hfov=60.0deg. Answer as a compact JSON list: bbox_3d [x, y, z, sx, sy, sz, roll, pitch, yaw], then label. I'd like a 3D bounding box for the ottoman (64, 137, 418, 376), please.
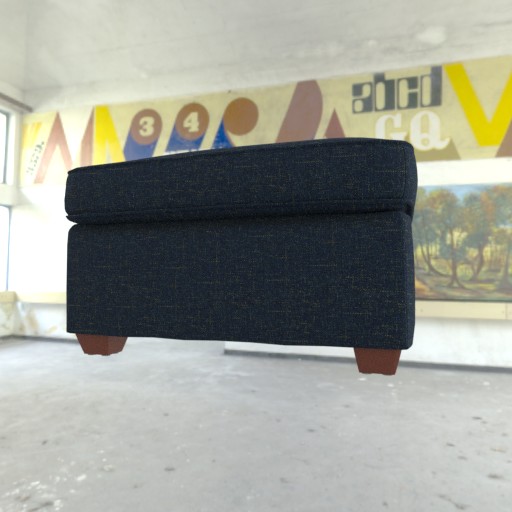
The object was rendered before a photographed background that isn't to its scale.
[{"bbox_3d":[0.000,0.000,1.098,0.749,0.450,0.549,-1,-2,18],"label":"ottoman"}]
